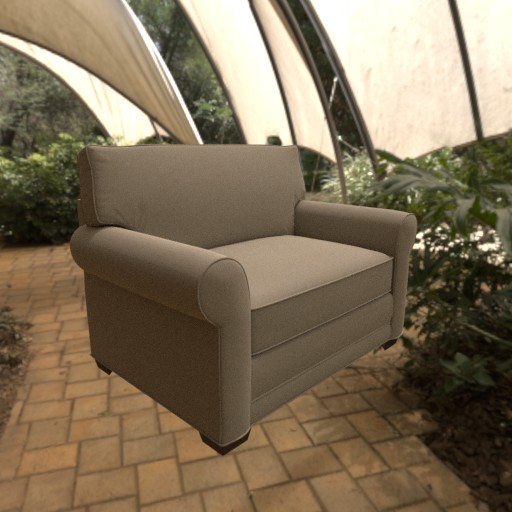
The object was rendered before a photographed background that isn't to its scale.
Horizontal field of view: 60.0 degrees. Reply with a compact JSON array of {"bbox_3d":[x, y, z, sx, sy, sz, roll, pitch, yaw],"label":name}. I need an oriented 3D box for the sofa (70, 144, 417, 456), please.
[{"bbox_3d":[0.000,0.000,2.056,0.937,1.006,1.405,13,19,43],"label":"sofa"}]
